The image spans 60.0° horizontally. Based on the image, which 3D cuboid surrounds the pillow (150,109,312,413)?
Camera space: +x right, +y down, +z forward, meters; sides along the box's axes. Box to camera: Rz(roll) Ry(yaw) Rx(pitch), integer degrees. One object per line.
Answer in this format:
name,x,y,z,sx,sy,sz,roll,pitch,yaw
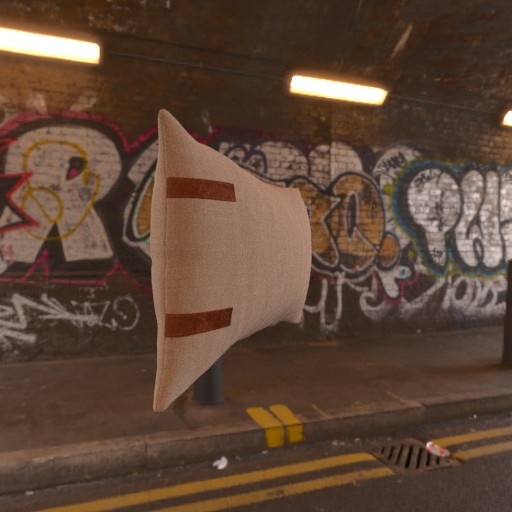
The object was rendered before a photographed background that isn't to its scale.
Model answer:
pillow,0.000,0.000,0.724,0.148,0.308,0.612,0,0,18
